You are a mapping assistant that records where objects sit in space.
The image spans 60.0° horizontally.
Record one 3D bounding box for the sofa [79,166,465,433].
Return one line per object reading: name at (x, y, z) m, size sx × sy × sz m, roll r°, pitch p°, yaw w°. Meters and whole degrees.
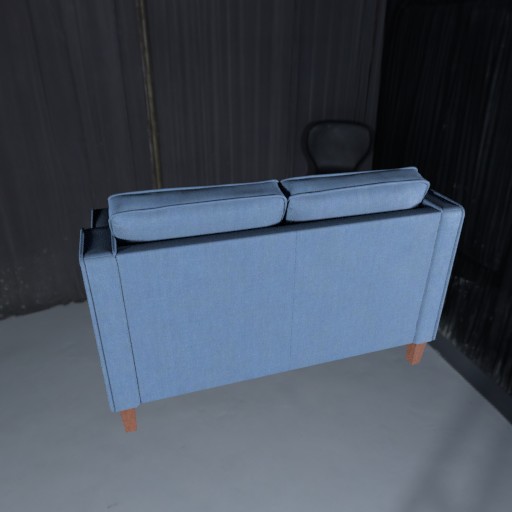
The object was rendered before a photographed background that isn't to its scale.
sofa at (0.000, 0.000, 2.185) m, size 1.501 × 0.971 × 0.987 m, roll -8°, pitch 28°, yaw -16°
